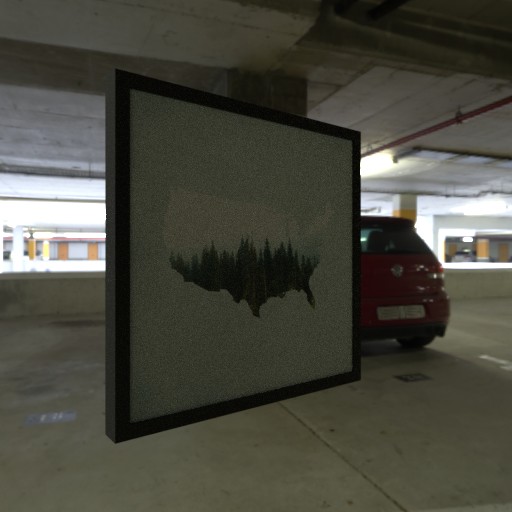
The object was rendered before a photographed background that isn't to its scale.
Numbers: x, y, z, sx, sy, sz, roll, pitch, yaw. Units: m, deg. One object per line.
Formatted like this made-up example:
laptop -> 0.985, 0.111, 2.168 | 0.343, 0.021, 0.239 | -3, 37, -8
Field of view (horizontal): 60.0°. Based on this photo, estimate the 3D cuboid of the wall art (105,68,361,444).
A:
wall art -> 0.000, 0.000, 0.769 | 0.509, 0.509, 0.040 | 0, 0, -37
